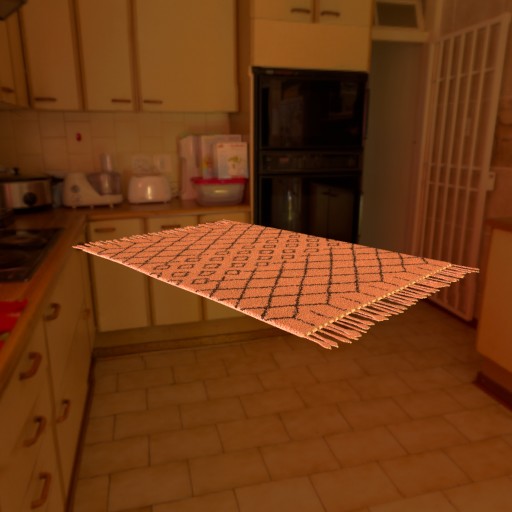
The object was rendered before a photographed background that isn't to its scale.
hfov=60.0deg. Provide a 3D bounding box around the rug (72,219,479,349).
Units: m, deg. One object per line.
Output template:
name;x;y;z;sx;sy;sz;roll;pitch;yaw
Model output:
rug;0.000;0.000;3.286;2.615;0.029;1.664;15;21;43
